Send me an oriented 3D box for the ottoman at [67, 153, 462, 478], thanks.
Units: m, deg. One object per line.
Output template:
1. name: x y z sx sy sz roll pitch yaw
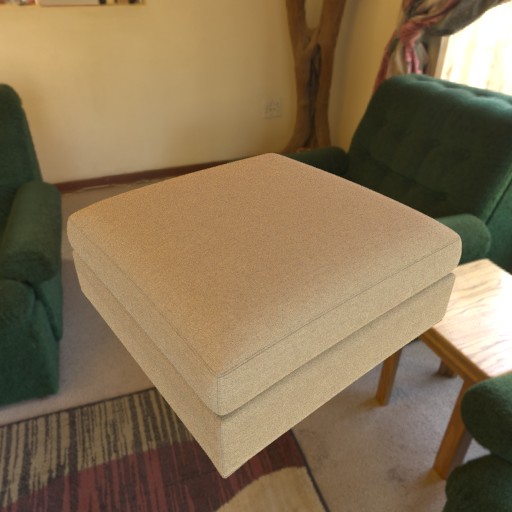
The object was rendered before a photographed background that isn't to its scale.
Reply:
1. ottoman: 0.000 0.000 1.626 1.041 0.470 1.041 -23 39 -32
